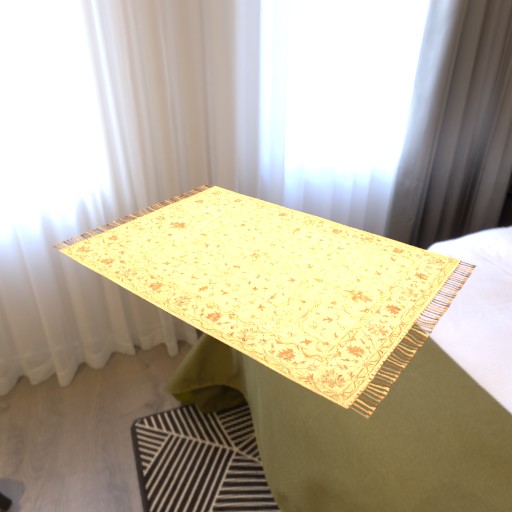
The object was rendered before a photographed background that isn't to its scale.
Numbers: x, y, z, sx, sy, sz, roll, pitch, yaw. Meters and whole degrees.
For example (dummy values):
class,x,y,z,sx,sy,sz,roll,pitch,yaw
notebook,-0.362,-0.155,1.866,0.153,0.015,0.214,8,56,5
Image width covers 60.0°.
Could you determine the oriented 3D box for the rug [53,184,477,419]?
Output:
class,x,y,z,sx,sy,sz,roll,pitch,yaw
rug,0.000,0.000,2.299,1.861,0.017,1.218,21,36,33
